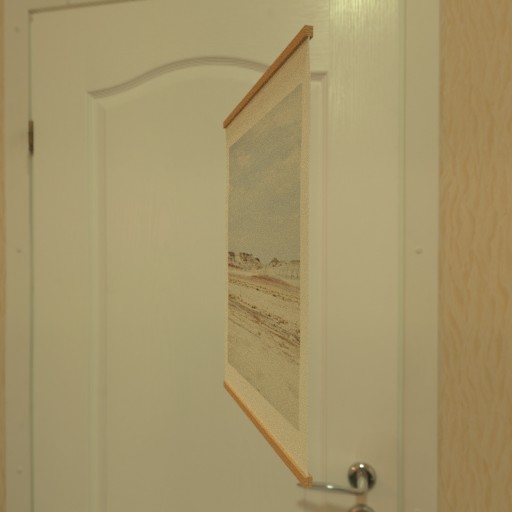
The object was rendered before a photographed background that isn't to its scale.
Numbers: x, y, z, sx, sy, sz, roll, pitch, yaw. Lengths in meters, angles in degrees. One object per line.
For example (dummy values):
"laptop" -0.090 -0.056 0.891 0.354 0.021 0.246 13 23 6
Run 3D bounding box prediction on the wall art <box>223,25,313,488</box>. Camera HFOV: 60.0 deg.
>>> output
"wall art" 0.000 0.000 0.799 0.011 0.605 0.458 0 1 -18
